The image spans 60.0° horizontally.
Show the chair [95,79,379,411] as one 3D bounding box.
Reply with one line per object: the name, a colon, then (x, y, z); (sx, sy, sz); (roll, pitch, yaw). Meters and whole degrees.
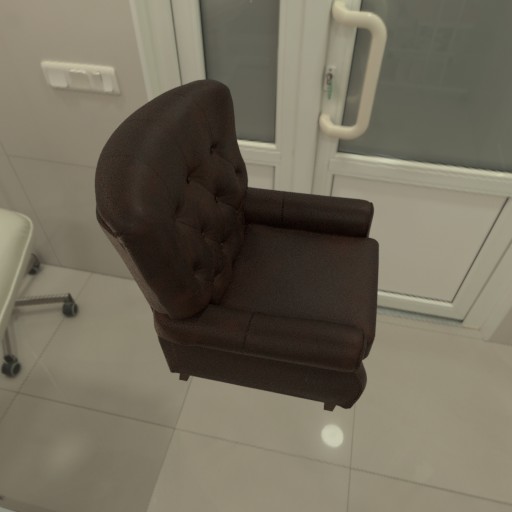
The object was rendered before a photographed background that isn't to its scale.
chair: (0.000, 0.000, 1.884); (1.058, 1.158, 0.948); (9, 48, 8)
